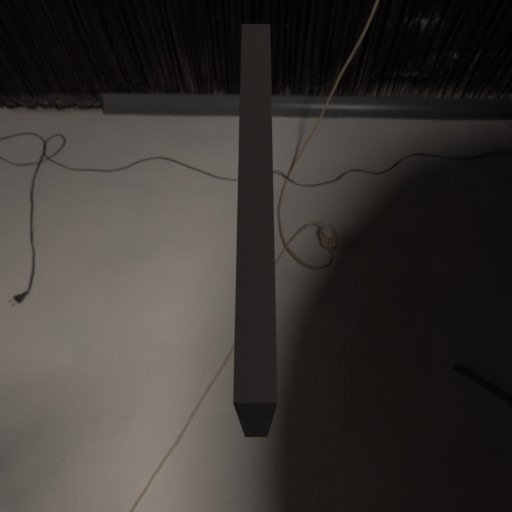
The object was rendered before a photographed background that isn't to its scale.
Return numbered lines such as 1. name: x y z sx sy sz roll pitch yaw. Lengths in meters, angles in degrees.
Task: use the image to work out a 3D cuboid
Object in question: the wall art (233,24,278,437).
1. wall art: 0.000 0.000 0.530 0.031 0.330 0.381 0 64 0
